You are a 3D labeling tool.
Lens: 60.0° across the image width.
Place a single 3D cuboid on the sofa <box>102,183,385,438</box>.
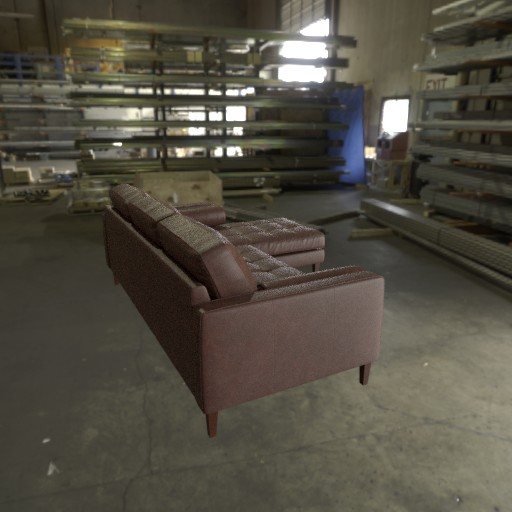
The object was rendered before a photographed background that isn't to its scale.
[{"bbox_3d":[0.000,0.000,2.967,1.613,0.841,2.185,-9,19,-26],"label":"sofa"}]
